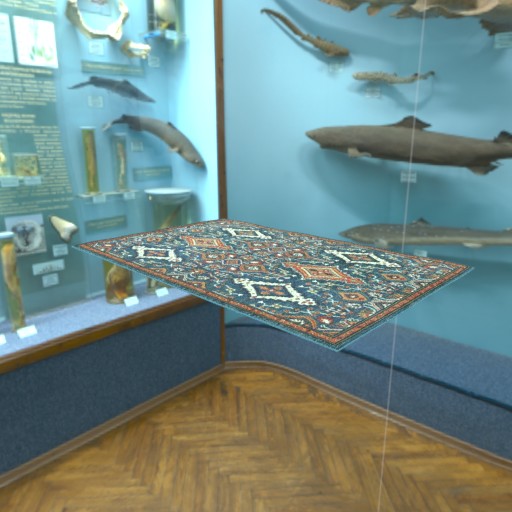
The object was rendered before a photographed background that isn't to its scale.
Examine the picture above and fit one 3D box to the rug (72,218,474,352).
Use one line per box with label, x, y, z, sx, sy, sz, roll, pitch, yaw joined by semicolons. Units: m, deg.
rug;0.000;0.000;2.370;1.847;0.014;1.195;15;21;42
